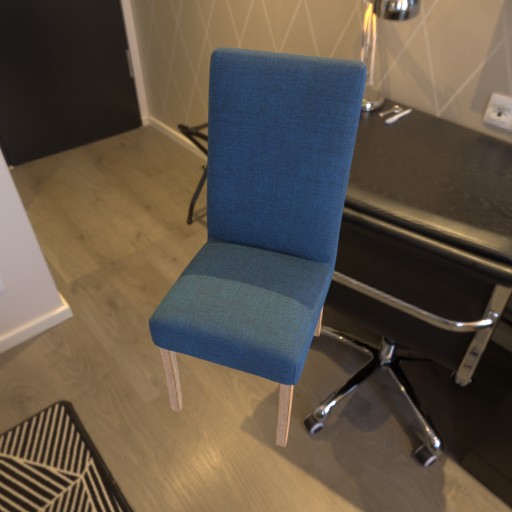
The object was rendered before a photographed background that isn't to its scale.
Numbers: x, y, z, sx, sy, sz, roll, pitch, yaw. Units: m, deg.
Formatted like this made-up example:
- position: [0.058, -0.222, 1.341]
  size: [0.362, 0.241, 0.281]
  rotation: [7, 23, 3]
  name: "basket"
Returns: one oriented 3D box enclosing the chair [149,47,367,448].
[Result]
- position: [0.000, 0.000, 1.362]
  size: [0.450, 1.029, 0.610]
  rotation: [13, 42, 14]
  name: "chair"
